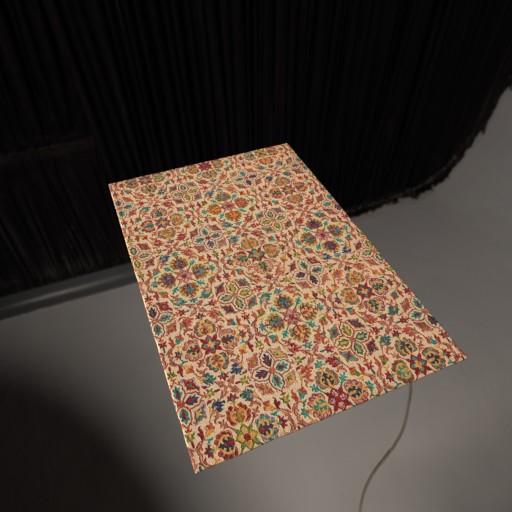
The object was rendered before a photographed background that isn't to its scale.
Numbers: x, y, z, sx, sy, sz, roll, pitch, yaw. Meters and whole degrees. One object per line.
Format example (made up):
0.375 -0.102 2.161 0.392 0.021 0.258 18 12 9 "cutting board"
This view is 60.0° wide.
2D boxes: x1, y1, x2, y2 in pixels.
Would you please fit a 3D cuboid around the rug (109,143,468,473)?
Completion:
0.000 0.000 2.929 1.541 0.018 2.297 -17 49 -15 "rug"
